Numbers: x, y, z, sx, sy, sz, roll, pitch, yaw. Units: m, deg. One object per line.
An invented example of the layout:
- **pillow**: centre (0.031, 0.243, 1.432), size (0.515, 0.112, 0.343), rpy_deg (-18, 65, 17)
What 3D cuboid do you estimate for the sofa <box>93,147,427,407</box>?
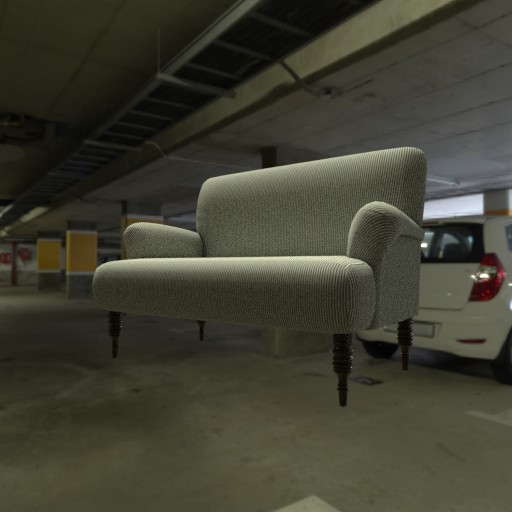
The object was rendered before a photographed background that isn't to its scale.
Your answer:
- **sofa**: centre (0.000, 0.000, 1.847), size (1.297, 0.889, 0.779), rpy_deg (-1, -1, 37)
